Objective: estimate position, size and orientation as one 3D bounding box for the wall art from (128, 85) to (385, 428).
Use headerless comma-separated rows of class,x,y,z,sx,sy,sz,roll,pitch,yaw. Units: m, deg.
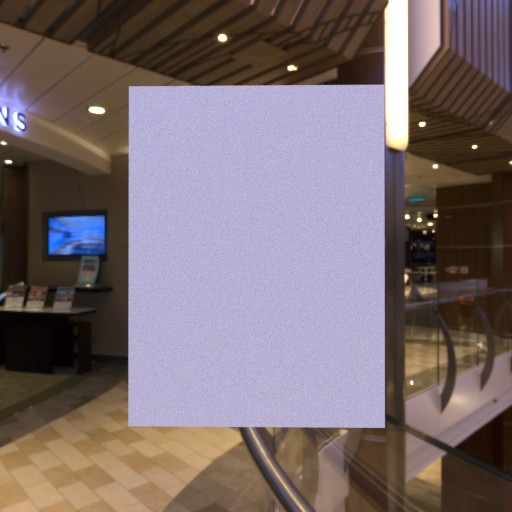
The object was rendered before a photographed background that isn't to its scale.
wall art,0.000,0.000,0.793,0.457,0.610,0.003,0,0,1
